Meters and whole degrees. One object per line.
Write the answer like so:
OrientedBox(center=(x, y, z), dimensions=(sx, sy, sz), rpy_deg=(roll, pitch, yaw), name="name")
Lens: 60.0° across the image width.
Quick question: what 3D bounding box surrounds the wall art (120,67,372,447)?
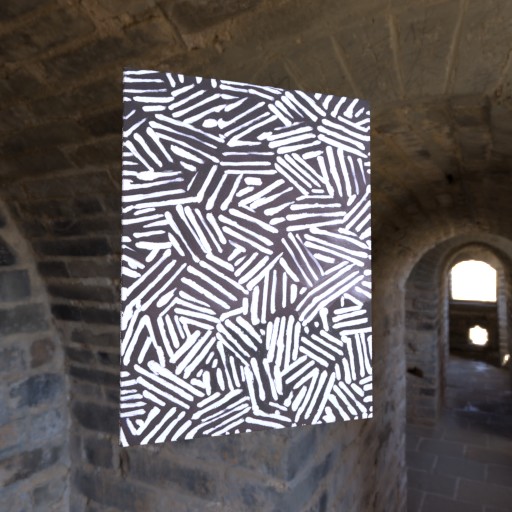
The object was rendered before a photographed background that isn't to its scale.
OrientedBox(center=(0.000, 0.000, 1.318), dimensions=(0.765, 1.017, 0.038), rpy_deg=(1, -2, -18), name="wall art")
